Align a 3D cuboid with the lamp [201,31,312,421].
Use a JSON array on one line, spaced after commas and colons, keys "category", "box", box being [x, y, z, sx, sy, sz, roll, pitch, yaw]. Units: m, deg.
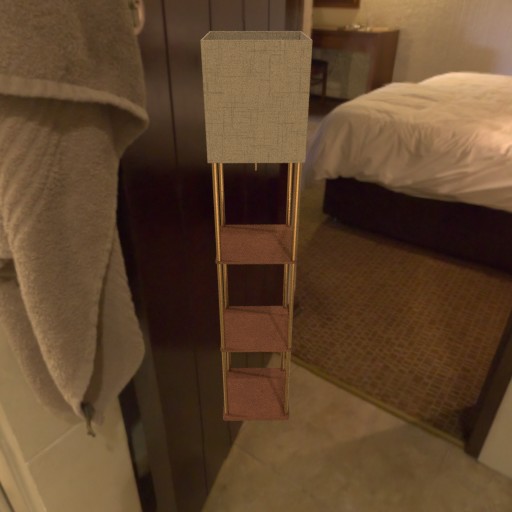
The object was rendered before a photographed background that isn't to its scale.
[{"category": "lamp", "box": [0.000, 0.000, 1.755, 0.308, 1.569, 0.310, 0, 31, 0]}]
